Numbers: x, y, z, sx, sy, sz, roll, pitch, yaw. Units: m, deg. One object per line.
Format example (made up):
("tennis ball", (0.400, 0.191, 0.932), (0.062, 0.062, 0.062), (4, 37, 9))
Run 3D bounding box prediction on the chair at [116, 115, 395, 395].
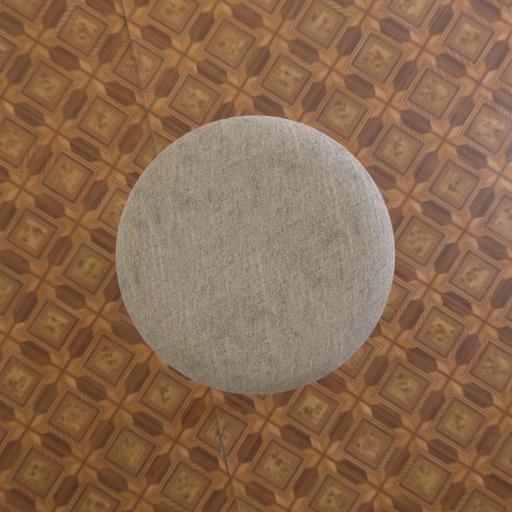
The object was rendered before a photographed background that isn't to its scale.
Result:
("chair", (0.000, 0.000, 0.651), (0.350, 0.386, 0.350), (0, 90, 0))
